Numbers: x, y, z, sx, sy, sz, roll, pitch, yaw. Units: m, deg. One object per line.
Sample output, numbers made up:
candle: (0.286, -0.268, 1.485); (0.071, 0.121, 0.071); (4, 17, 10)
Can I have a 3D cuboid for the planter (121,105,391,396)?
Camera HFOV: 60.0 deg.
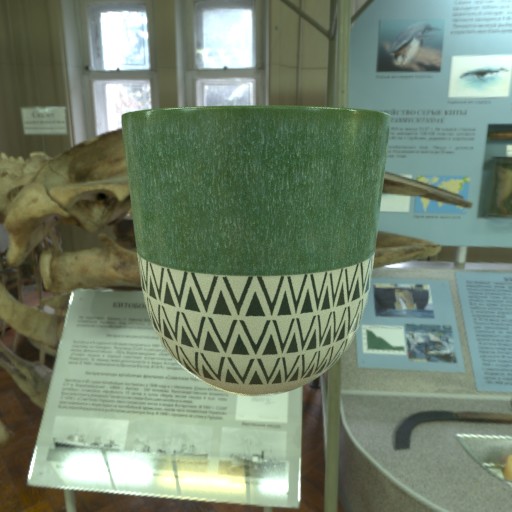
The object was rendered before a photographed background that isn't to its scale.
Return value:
planter: (0.000, 0.000, 0.358); (0.195, 0.214, 0.195); (0, 14, 0)
